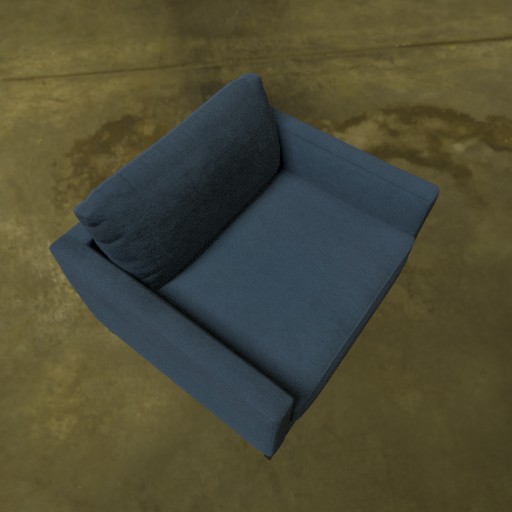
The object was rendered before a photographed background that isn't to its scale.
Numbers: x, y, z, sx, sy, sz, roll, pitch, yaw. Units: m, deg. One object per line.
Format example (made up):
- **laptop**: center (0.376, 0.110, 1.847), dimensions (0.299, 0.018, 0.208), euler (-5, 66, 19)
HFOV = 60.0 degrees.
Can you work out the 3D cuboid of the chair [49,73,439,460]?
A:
- **chair**: center (0.000, 0.000, 1.561), dimensions (0.875, 0.812, 0.964), euler (32, 62, 19)
